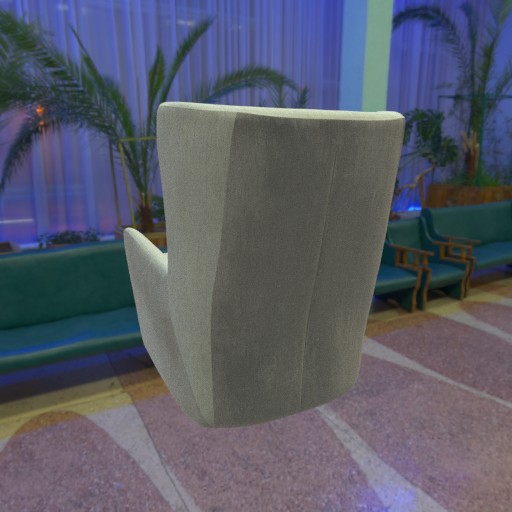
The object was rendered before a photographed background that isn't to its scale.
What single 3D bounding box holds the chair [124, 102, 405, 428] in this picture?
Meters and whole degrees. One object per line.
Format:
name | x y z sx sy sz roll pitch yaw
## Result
chair | 0.000 0.000 1.610 0.779 1.000 0.904 -7 16 -27
